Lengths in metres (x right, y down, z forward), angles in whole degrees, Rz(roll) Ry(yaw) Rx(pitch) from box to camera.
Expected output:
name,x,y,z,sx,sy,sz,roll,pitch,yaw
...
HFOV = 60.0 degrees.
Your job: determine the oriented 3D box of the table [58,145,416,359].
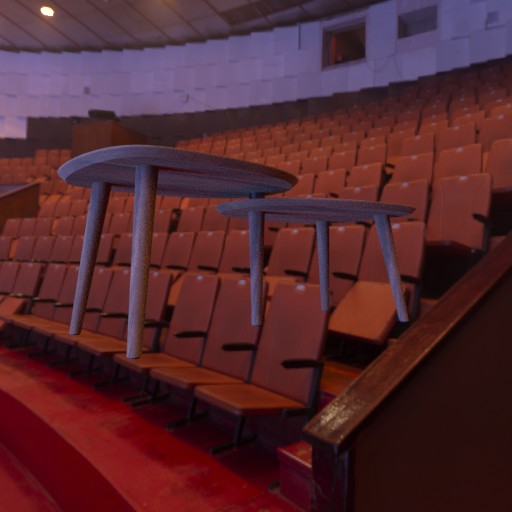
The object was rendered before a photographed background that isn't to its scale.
name,x,y,z,sx,sy,sz,roll,pitch,yaw
table,0.000,0.000,1.342,1.084,0.429,0.527,0,-1,-36
